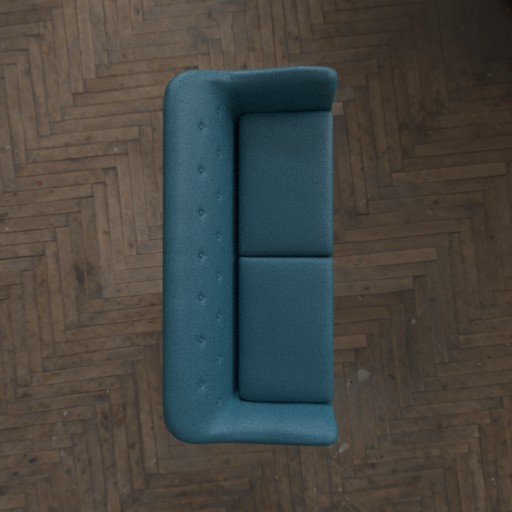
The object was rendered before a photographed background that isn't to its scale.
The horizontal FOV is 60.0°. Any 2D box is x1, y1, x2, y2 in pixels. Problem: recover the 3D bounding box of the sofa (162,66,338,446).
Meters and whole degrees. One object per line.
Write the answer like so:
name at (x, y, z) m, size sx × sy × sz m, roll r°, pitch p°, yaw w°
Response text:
sofa at (0.000, 0.000, 2.313) m, size 0.820 × 0.836 × 1.840 m, roll 0°, pitch 90°, yaw 0°
